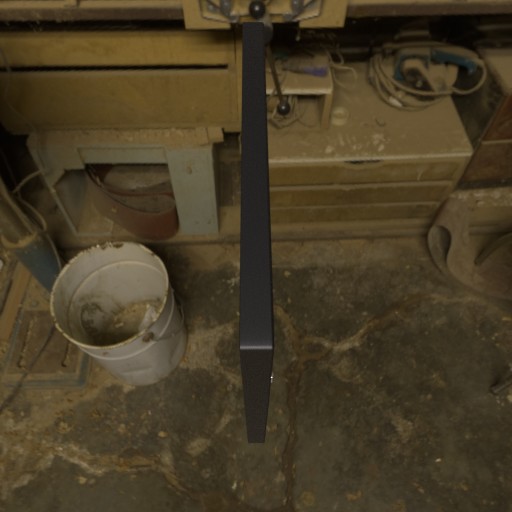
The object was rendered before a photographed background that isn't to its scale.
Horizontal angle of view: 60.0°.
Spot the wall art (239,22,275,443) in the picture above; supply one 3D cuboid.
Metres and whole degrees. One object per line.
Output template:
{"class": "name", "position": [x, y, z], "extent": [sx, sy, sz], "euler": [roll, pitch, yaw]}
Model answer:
{"class": "wall art", "position": [0.000, 0.000, 0.891], "extent": [0.043, 0.611, 0.610], "euler": [0, 58, 0]}
